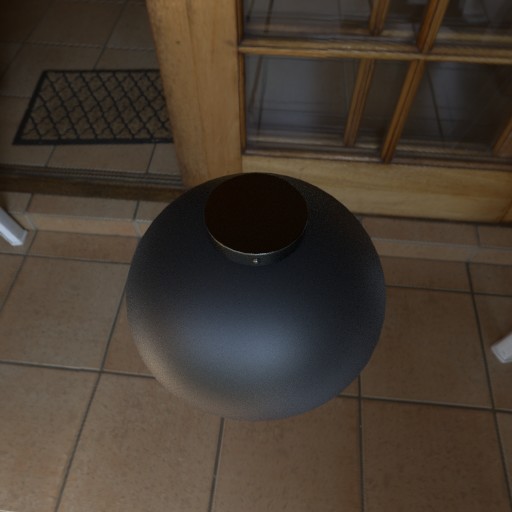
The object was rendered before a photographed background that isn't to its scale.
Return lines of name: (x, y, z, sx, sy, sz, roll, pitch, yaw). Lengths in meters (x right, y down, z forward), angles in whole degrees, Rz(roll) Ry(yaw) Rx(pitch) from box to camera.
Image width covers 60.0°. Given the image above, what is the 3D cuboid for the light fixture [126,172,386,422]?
light fixture: (0.000, 0.000, 0.549, 0.355, 0.177, 0.355, 0, 57, 0)
